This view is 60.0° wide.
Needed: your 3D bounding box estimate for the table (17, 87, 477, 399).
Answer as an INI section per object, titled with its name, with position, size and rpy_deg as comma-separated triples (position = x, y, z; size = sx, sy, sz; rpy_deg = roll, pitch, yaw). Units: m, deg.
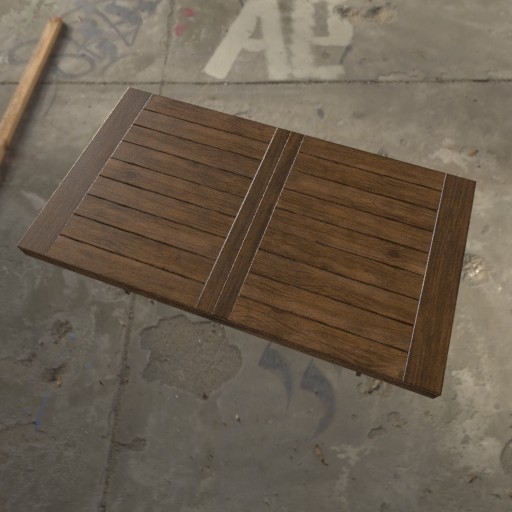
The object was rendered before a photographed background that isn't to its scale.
[table]
position = 0.000, 0.000, 2.131
size = 1.641, 0.757, 0.931
rpy_deg = 18, 64, 9
